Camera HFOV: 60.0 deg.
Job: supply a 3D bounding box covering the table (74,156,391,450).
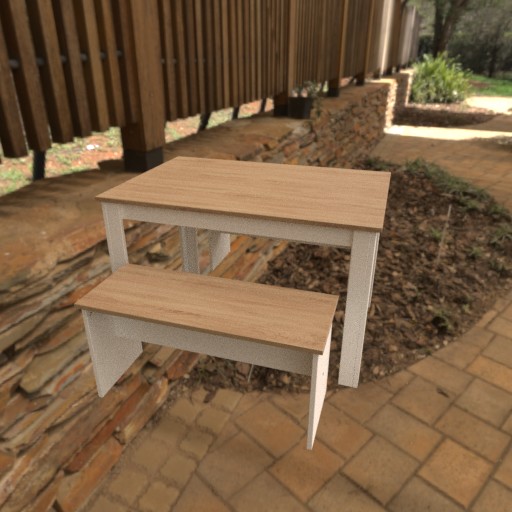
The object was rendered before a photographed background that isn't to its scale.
[{"bbox_3d":[0.000,0.000,2.068,1.100,0.700,1.443,8,27,16],"label":"table"}]
